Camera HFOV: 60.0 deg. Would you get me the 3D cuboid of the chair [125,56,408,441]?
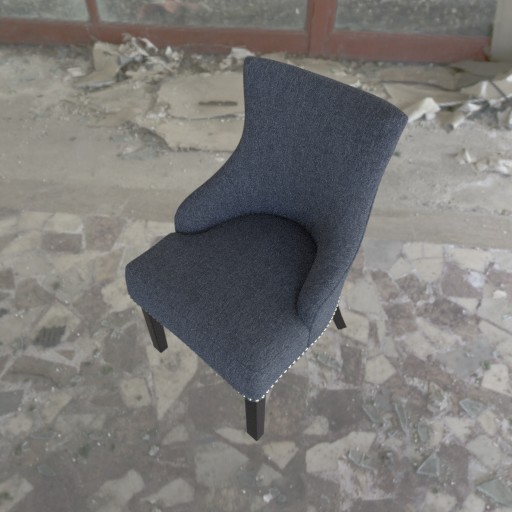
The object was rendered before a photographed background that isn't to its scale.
[{"bbox_3d":[0.000,0.000,1.324,0.566,0.909,0.629,33,54,28],"label":"chair"}]
